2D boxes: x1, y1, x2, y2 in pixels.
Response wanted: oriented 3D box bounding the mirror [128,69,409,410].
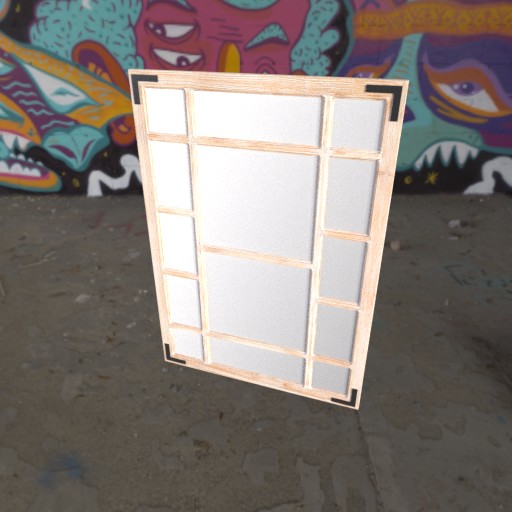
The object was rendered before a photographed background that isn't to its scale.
[{"bbox_3d":[0.000,0.000,1.304,0.705,0.996,0.025,9,30,17],"label":"mirror"}]
